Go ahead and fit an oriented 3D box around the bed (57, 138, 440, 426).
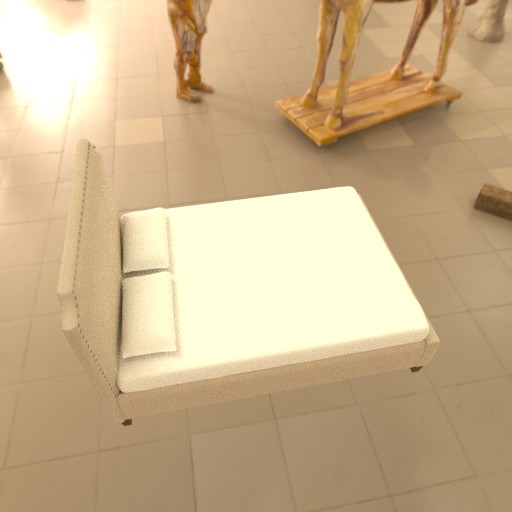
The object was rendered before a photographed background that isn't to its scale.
[{"bbox_3d":[0.000,0.000,3.369,2.372,1.443,1.713,-8,48,-7],"label":"bed"}]
